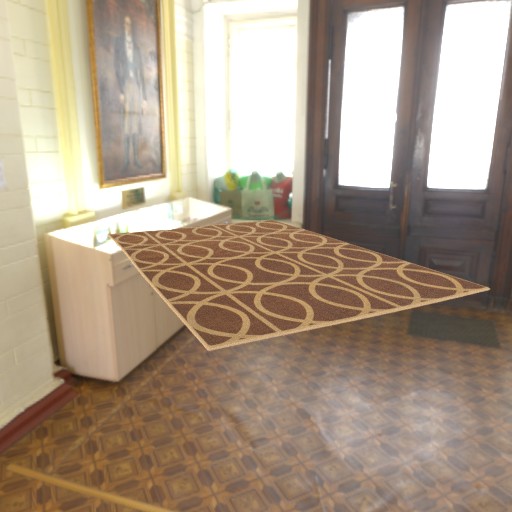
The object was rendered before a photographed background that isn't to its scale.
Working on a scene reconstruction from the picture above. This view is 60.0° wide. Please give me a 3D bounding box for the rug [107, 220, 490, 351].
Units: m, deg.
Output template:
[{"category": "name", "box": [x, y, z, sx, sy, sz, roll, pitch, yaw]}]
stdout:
[{"category": "rug", "box": [0.000, 0.000, 2.899, 1.528, 0.014, 2.294, -7, 16, -26]}]
